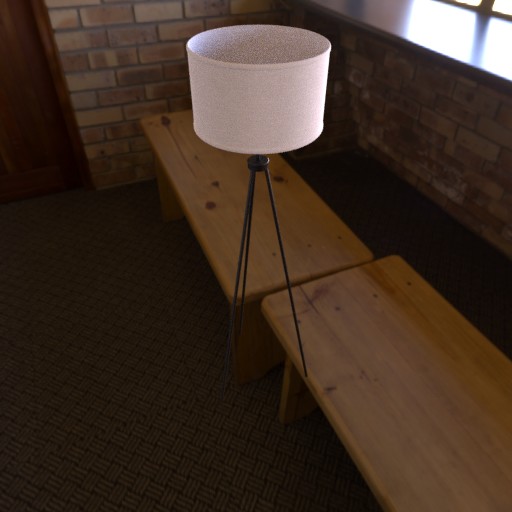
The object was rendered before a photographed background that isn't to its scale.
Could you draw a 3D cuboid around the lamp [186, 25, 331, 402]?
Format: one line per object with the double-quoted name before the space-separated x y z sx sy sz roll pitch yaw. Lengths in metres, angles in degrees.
"lamp" 0.000 0.000 1.737 0.448 1.545 0.458 24 46 26
